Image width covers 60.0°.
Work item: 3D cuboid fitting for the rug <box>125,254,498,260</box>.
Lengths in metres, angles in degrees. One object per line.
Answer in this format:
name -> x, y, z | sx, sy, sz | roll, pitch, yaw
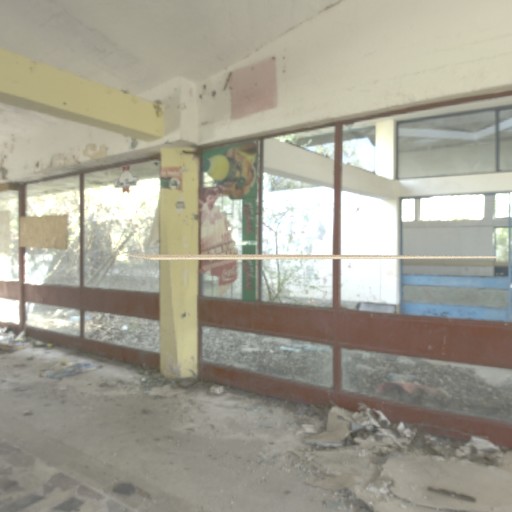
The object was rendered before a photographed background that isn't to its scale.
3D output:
rug -> 0.000, 0.000, 2.259 | 1.220, 0.007, 1.828 | 0, 0, -18
